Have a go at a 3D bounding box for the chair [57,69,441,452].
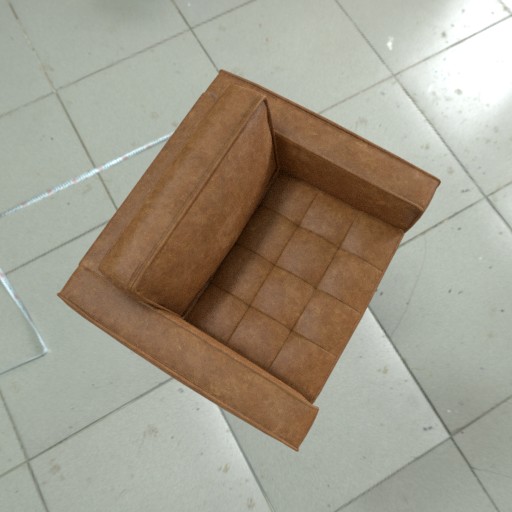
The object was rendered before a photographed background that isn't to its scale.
[{"bbox_3d":[0.000,0.000,1.473,0.798,0.767,0.928,30,77,8],"label":"chair"}]
